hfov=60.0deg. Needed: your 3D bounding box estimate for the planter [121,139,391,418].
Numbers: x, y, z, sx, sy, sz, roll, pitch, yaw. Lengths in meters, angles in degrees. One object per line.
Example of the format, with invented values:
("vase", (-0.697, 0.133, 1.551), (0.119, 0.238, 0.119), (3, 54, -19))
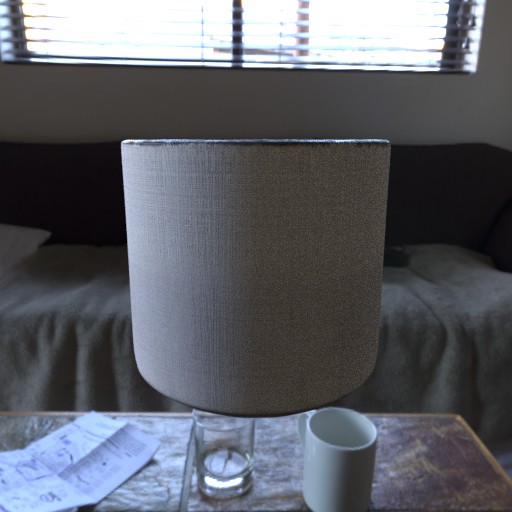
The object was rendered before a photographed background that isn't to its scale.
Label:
("planter", (0.000, 0.000, 0.396), (0.221, 0.201, 0.221), (0, 15, 0))
